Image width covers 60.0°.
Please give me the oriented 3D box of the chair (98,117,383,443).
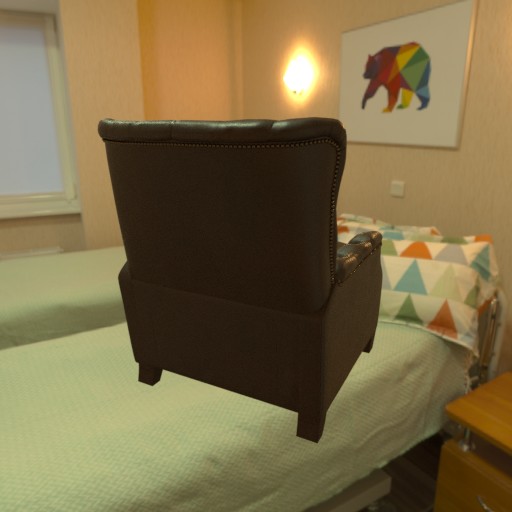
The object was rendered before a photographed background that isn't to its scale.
[{"bbox_3d":[0.000,0.000,1.458,0.709,0.864,0.823,9,19,27],"label":"chair"}]
